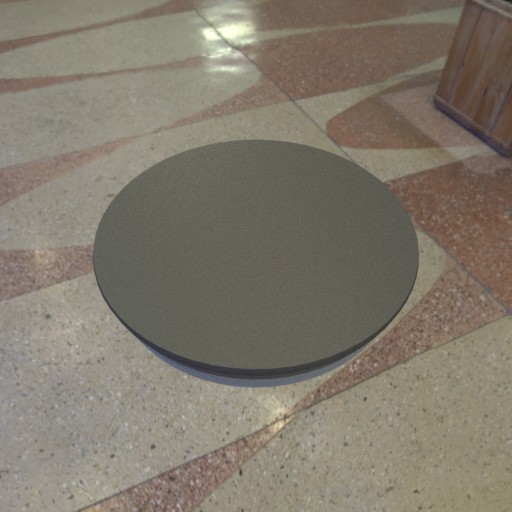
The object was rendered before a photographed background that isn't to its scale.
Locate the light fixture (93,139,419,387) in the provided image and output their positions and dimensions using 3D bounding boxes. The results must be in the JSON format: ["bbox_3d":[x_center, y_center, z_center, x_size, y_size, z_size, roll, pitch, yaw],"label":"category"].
[{"bbox_3d":[0.000,0.000,0.549,0.368,0.100,0.368,0,47,0],"label":"light fixture"}]
